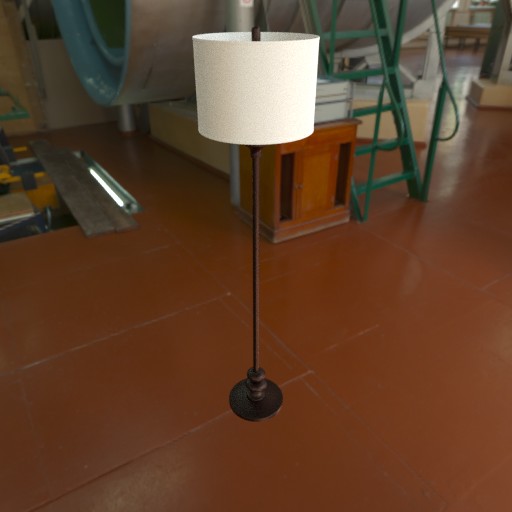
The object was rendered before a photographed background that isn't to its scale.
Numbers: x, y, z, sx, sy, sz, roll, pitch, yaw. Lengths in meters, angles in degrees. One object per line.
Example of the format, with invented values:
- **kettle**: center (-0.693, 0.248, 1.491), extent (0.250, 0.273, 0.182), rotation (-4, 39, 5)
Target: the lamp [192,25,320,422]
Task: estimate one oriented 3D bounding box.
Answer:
- **lamp**: center (0.000, 0.000, 1.610), extent (0.356, 1.487, 0.356), rotation (1, 30, 1)
